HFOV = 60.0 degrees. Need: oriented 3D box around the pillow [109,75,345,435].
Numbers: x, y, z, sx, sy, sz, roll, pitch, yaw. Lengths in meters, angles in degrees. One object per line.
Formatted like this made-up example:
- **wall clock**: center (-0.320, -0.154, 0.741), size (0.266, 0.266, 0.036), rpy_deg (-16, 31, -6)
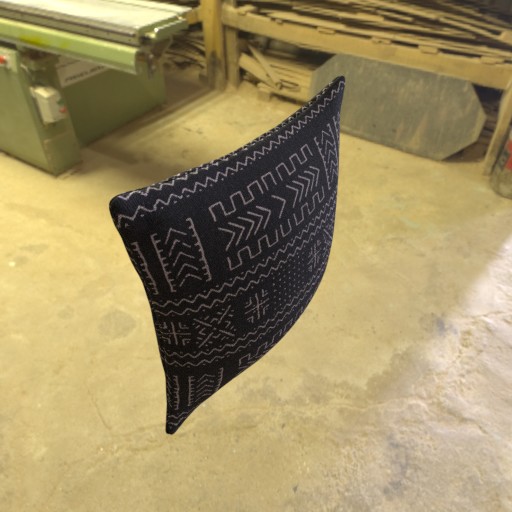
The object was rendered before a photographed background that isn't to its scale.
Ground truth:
- **pillow**: center (0.000, 0.000, 0.667), size (0.164, 0.430, 0.438), rpy_deg (27, 48, 27)
